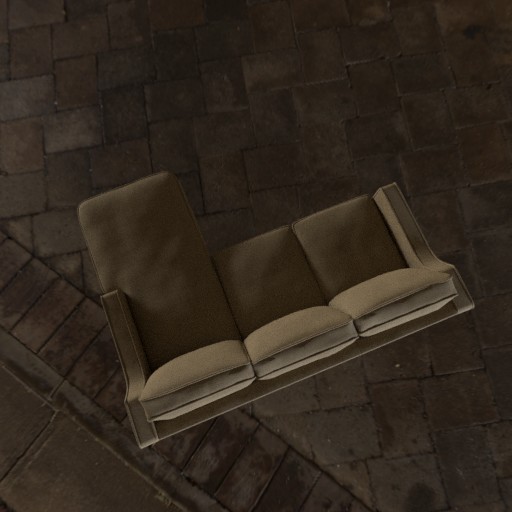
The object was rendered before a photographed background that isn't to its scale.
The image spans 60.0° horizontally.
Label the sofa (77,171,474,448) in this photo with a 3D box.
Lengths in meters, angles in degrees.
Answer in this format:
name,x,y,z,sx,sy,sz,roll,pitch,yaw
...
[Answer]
name,x,y,z,sx,sy,sz,roll,pitch,yaw
sofa,0.000,0.000,3.301,2.317,1.066,1.858,-21,77,-5
